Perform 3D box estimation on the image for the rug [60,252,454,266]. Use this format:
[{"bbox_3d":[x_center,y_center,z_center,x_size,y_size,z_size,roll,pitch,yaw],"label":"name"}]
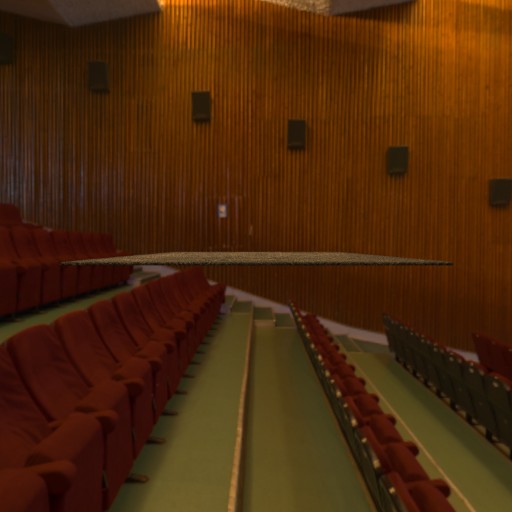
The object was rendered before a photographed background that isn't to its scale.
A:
[{"bbox_3d":[0.000,0.000,2.150,1.139,0.010,1.754,0,1,0],"label":"rug"}]
